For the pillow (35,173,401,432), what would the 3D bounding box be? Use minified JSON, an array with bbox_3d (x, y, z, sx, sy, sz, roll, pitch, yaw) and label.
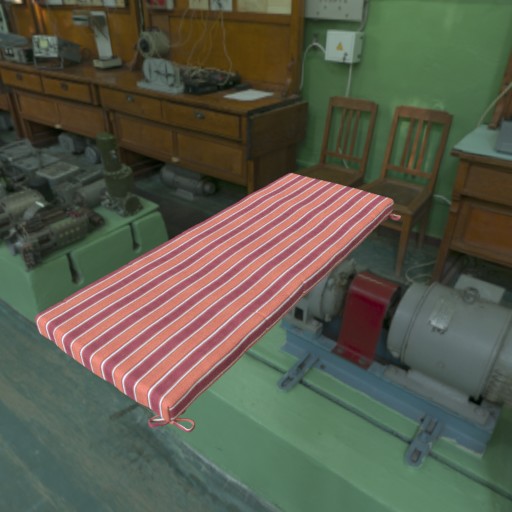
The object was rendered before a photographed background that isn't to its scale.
[{"bbox_3d":[0.000,0.000,1.337,0.492,0.081,1.187,21,38,30],"label":"pillow"}]
